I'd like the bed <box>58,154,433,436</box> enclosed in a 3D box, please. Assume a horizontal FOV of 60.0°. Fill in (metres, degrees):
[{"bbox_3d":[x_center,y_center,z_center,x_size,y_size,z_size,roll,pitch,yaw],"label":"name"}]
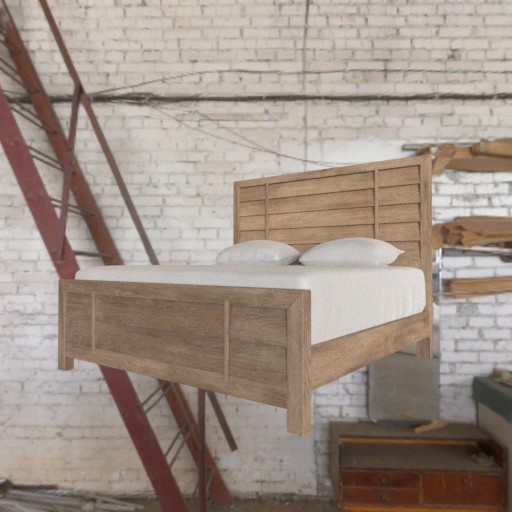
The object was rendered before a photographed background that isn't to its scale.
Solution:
[{"bbox_3d":[0.000,0.000,3.373,2.032,1.626,2.032,-1,-1,37],"label":"bed"}]
